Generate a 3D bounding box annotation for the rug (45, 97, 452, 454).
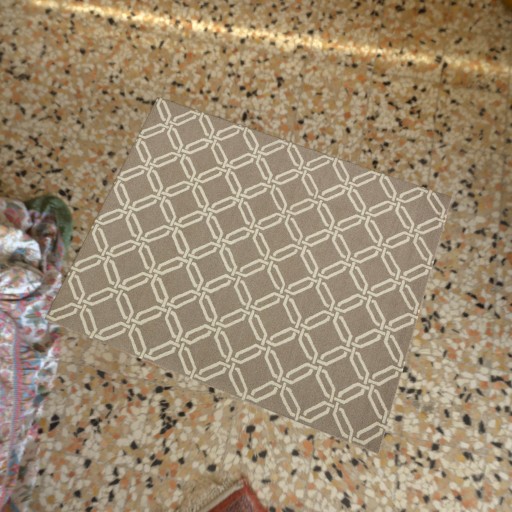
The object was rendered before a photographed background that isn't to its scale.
[{"bbox_3d":[0.000,0.000,3.831,2.895,0.018,2.288,20,75,5],"label":"rug"}]
